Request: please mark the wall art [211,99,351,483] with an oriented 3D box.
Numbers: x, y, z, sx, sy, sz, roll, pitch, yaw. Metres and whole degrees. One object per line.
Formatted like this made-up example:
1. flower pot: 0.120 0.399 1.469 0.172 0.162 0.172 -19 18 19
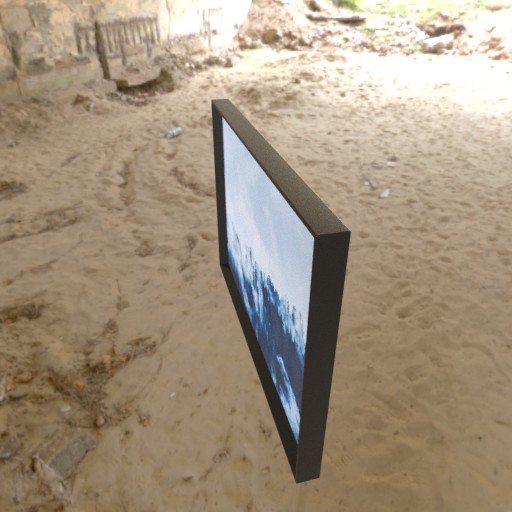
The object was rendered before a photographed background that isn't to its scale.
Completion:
1. wall art: 0.000 0.000 1.225 0.058 0.640 0.939 -8 33 -12
